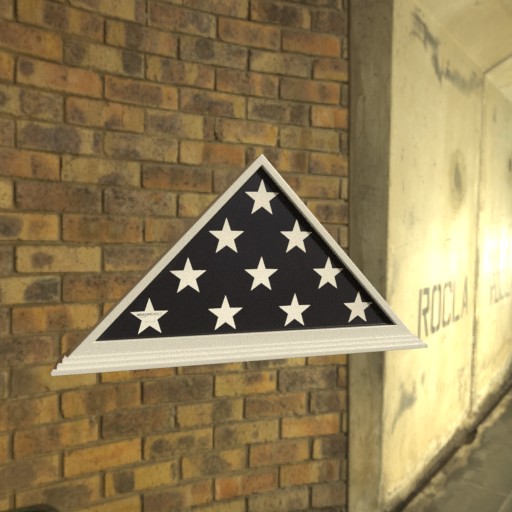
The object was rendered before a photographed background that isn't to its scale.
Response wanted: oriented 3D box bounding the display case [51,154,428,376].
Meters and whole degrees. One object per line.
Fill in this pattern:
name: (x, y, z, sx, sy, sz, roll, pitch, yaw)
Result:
display case: (0.000, 0.000, 0.769, 0.640, 0.340, 0.095, 0, 0, -18)
